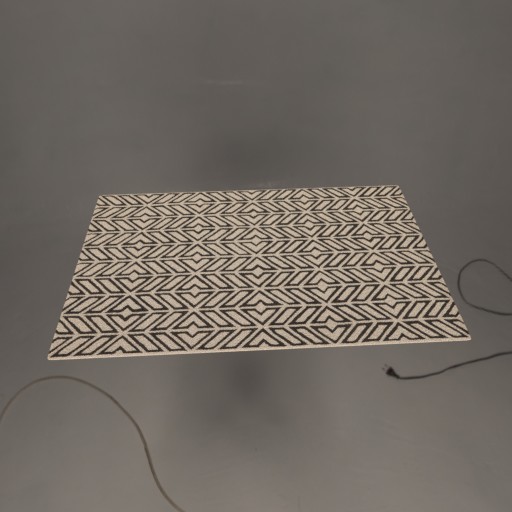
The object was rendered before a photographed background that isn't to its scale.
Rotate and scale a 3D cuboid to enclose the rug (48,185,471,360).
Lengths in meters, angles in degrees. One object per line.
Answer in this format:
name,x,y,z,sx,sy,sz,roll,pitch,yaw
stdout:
rug,0.000,0.000,3.073,2.438,0.008,1.523,-2,45,-2
